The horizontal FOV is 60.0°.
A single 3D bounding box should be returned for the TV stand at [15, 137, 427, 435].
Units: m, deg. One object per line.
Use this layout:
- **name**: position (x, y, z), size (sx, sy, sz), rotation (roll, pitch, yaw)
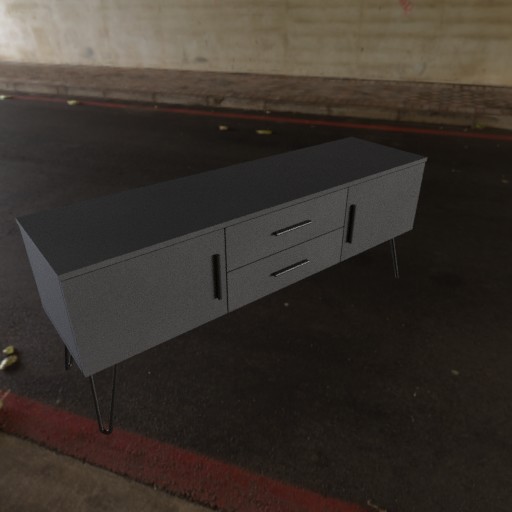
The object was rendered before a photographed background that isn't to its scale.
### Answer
- **TV stand**: position (0.000, 0.000, 1.619), size (1.400, 0.560, 0.400), rotation (-21, 36, -32)
